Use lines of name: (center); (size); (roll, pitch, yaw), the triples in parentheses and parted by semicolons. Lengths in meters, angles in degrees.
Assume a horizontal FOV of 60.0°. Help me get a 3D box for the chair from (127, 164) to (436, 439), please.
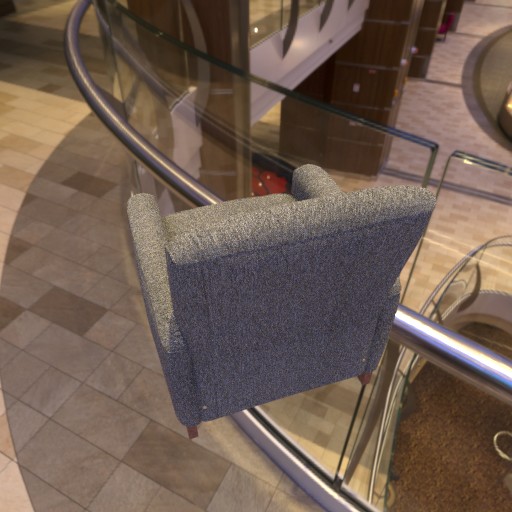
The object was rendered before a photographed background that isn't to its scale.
chair: (0.000, 0.000, 1.624); (0.848, 1.014, 0.864); (-12, 43, -14)
